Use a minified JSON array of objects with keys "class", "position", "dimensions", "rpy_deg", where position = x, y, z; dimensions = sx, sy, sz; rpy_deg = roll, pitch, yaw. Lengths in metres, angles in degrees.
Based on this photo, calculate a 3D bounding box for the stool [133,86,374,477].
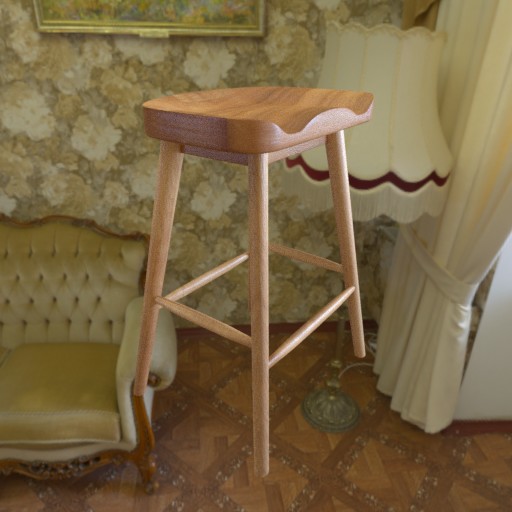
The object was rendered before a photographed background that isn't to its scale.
[{"class":"stool","position":[0.000,0.000,0.907],"dimensions":[0.361,0.615,0.440],"rpy_deg":[18,32,33]}]
